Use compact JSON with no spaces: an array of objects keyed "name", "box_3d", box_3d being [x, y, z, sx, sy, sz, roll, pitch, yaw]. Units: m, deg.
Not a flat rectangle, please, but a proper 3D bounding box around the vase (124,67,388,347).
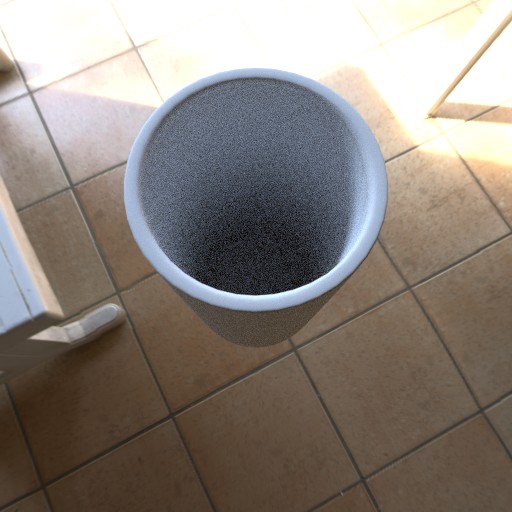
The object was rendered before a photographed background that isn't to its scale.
[{"name":"vase","box_3d":[0.000,0.000,0.382,0.143,0.316,0.143,0,76,0]}]
